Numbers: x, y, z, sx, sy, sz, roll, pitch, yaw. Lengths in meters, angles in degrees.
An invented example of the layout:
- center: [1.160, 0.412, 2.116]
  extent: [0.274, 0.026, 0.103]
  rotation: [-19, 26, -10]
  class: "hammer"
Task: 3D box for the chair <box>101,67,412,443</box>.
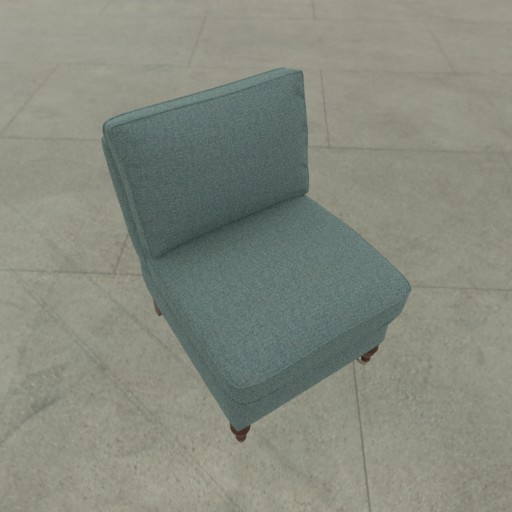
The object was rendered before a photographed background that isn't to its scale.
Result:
- center: [0.000, 0.000, 1.411]
  extent: [0.624, 0.901, 0.796]
  rotation: [-25, 51, -22]
  class: "chair"
